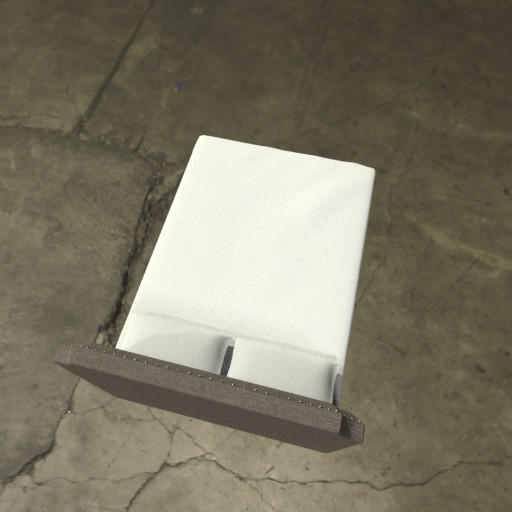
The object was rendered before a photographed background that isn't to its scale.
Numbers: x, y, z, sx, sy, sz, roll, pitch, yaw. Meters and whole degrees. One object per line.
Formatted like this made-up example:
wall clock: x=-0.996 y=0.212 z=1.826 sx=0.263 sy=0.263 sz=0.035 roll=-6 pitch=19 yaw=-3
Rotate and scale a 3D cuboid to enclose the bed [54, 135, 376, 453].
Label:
bed: x=0.000 y=0.000 z=3.389 sx=1.713 sy=1.457 sz=2.381 roll=13 pitch=64 yaw=6
